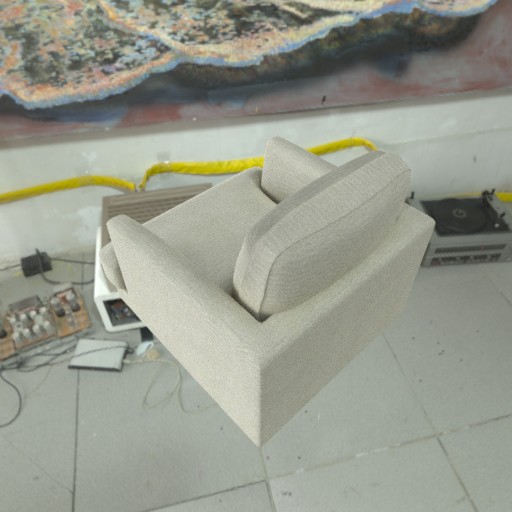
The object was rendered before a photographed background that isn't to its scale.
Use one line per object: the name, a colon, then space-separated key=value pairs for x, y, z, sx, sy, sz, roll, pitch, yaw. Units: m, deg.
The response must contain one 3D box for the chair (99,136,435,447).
chair: x=0.000 y=0.000 z=1.659 sx=0.858 sy=0.957 sz=0.899 roll=-34 pitch=54 yaw=-29
